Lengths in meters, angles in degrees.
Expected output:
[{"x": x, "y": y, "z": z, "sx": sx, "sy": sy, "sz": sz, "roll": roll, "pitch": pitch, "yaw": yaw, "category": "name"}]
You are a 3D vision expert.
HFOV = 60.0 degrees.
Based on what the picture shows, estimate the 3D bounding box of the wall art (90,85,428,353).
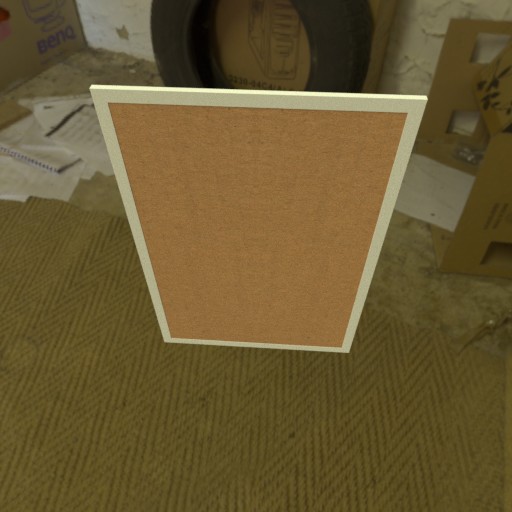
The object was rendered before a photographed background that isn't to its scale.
[{"x": 0.000, "y": 0.000, "z": 1.229, "sx": 0.660, "sy": 0.965, "sz": 0.015, "roll": 3, "pitch": 48, "yaw": 3, "category": "wall art"}]
